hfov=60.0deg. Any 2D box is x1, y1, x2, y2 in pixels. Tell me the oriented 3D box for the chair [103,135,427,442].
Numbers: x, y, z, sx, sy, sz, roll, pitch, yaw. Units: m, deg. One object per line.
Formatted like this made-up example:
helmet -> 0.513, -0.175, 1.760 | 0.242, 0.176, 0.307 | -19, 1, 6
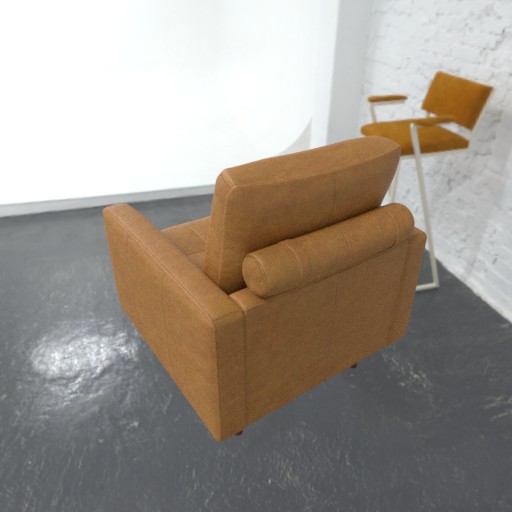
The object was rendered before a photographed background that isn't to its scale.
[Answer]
chair -> 0.000, 0.000, 1.570 | 0.831, 0.896, 0.868 | -20, 36, -29
